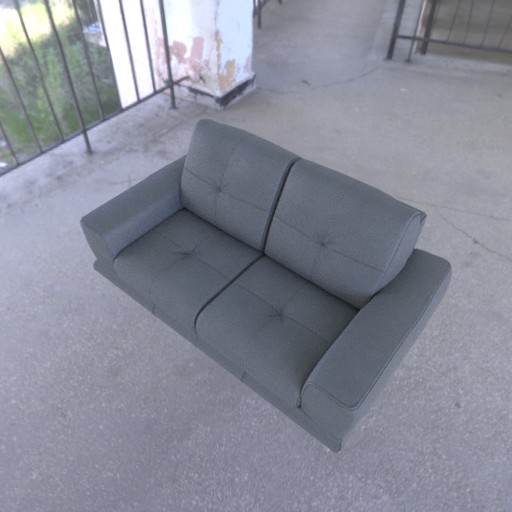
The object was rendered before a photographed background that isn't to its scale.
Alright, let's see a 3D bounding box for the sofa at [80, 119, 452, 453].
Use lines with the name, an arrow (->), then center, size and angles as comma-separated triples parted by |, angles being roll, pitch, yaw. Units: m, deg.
sofa -> 0.000, 0.000, 2.400 | 1.806, 0.907, 1.018 | 31, 54, 26
